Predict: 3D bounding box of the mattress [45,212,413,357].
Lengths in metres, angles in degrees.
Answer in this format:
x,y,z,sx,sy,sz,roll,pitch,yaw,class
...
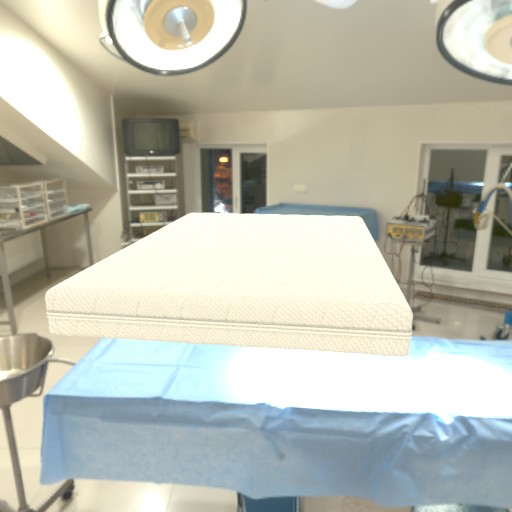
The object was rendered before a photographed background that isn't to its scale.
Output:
x,y,z,sx,sy,sz,roll,pitch,yaw,class
0.000,0.000,2.607,1.400,0.200,2.000,2,15,8,mattress
